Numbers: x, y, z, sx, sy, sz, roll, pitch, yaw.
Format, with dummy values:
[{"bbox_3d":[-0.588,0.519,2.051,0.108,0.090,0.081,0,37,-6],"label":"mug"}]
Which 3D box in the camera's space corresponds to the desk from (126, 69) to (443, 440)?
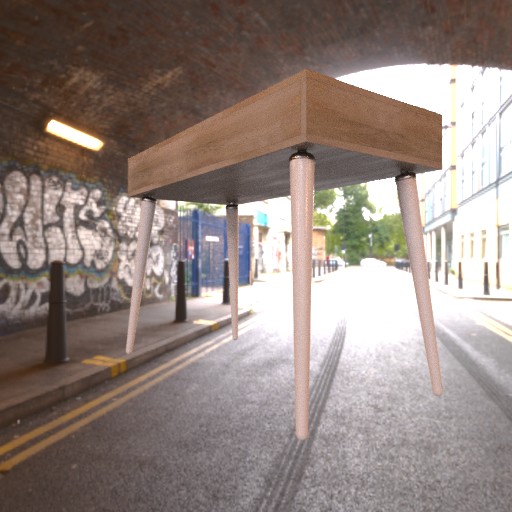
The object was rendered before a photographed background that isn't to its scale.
[{"bbox_3d":[0.000,0.000,1.392,0.491,0.723,0.979,0,0,-36],"label":"desk"}]
